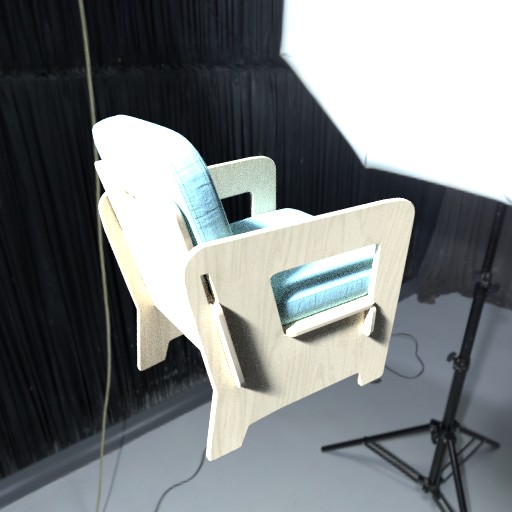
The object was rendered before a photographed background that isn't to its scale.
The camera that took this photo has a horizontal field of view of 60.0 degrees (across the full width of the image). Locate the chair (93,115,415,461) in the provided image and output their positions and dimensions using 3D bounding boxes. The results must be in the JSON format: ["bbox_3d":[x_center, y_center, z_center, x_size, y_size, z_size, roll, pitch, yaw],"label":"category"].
[{"bbox_3d":[0.000,0.000,1.261,0.710,0.800,0.590,-18,31,-33],"label":"chair"}]
